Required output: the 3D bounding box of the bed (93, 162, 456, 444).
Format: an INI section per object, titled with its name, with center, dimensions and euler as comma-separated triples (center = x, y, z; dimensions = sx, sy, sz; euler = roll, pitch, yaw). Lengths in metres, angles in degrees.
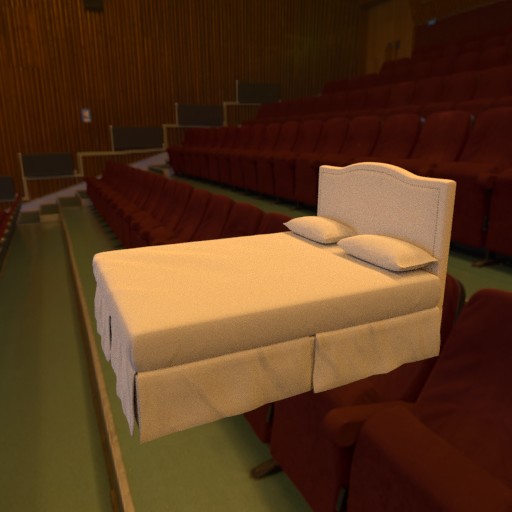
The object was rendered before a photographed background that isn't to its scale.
[bed]
center = 0.000, 0.000, 3.643
dimensions = 2.477, 1.437, 1.977
euler = -7, 17, -24
